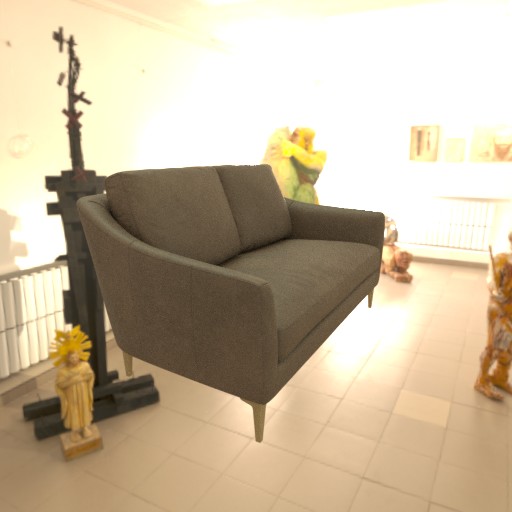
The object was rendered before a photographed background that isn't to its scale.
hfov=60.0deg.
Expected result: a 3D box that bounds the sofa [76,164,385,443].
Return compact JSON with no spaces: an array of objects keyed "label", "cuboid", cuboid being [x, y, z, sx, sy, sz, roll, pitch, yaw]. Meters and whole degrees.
[{"label":"sofa","cuboid":[0.000,0.000,2.266,0.960,0.902,1.619,7,16,28]}]
